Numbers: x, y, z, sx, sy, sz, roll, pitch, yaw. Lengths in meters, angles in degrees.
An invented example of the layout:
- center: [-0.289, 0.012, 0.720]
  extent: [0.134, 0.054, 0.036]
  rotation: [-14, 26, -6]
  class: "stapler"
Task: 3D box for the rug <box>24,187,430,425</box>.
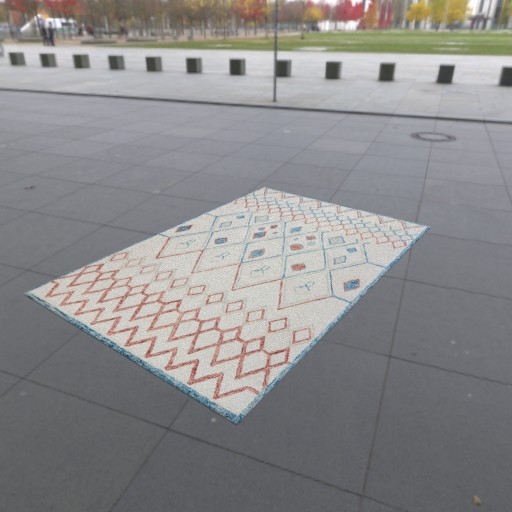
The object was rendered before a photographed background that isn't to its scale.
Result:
- center: [0.000, 0.000, 2.301]
  extent: [1.219, 0.016, 1.829]
  rotation: [19, 33, 32]
  class: "rug"
